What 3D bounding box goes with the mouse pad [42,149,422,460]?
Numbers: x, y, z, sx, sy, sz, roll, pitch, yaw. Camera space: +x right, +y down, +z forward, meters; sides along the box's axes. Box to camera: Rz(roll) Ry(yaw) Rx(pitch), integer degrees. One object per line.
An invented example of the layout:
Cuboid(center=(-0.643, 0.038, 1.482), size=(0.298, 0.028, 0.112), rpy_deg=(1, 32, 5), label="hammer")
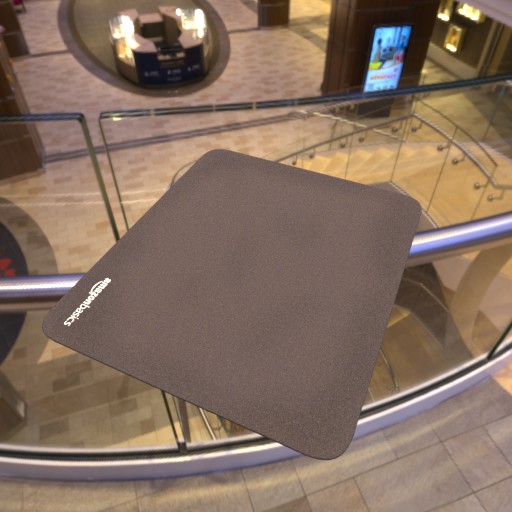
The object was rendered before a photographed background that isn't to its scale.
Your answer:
Cuboid(center=(0.000, 0.000, 0.430), size=(0.269, 0.002, 0.315), rpy_deg=(18, 48, 17), label="mouse pad")
